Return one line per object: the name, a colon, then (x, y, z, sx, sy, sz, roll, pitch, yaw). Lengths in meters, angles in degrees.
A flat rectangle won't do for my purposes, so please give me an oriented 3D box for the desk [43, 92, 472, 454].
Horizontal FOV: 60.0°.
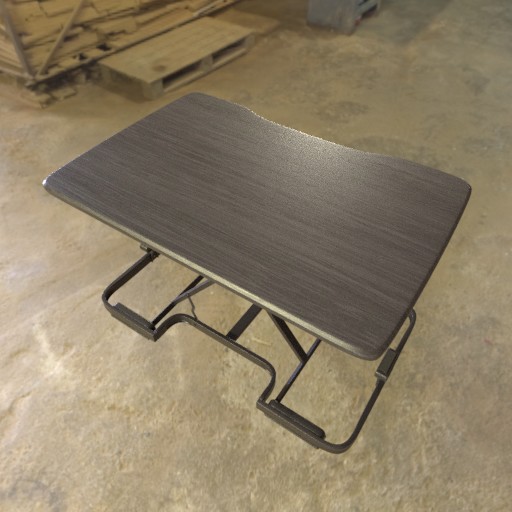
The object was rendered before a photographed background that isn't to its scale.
desk: (0.000, 0.000, 1.141, 0.820, 0.470, 0.546, 26, 51, 23)
